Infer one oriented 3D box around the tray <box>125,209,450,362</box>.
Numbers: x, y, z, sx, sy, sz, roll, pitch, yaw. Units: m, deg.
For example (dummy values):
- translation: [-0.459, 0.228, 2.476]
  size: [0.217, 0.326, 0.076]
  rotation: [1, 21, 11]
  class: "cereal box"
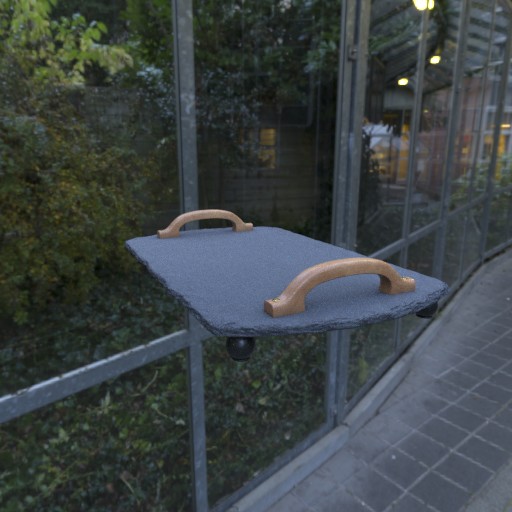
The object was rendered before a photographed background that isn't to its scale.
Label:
- translation: [0.000, 0.000, 0.483]
  size: [0.231, 0.062, 0.387]
  rotation: [-7, 15, -26]
  class: "tray"
